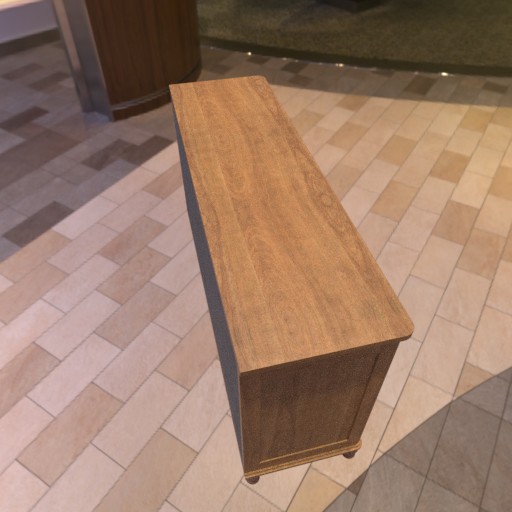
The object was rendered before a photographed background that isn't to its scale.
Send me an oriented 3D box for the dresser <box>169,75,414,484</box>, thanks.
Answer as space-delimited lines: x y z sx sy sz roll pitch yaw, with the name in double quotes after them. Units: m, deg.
0.000 0.000 1.945 0.468 0.892 1.583 -10 46 -10 "dresser"
